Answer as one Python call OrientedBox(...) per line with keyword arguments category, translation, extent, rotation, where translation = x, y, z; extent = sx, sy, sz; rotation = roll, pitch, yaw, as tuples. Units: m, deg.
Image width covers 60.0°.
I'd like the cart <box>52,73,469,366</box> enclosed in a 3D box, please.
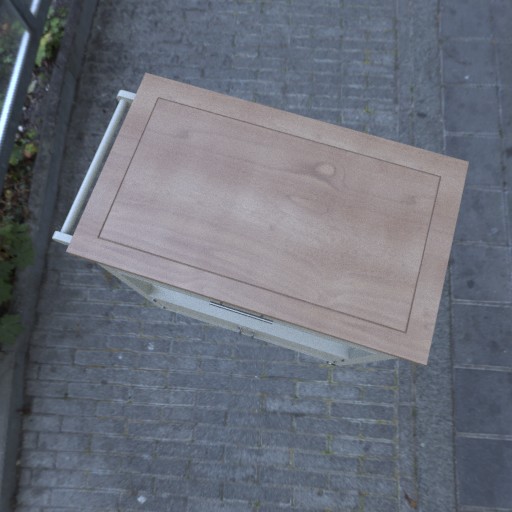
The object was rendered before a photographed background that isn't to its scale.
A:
OrientedBox(category="cart", translation=(0.000, 0.000, 1.386), extent=(0.840, 0.901, 0.459), rotation=(17, 75, 5))
